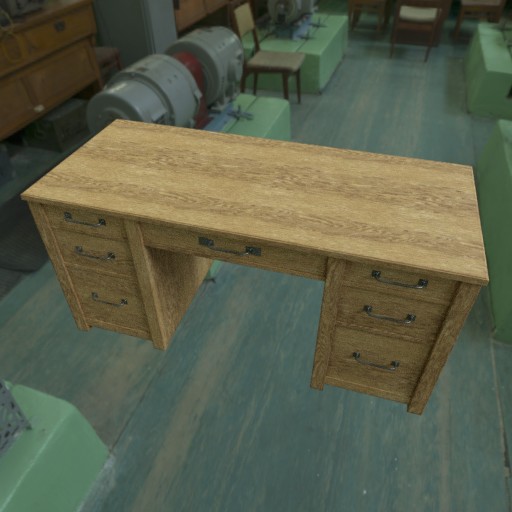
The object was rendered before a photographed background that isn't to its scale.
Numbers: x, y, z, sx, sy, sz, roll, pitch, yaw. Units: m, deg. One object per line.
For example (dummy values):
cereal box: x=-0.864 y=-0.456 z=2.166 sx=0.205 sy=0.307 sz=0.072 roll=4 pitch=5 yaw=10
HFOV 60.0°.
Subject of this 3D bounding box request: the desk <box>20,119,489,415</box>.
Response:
desk: x=0.000 y=0.000 z=1.903 sx=1.567 sy=0.751 sz=0.685 roll=11 pitch=42 yaw=12
